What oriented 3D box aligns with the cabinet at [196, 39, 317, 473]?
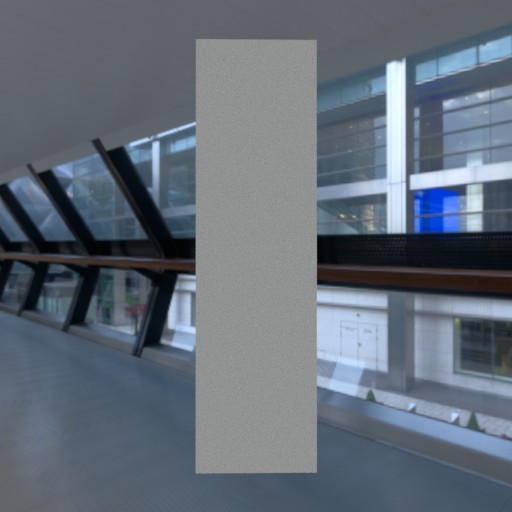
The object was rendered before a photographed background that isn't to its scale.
[{"bbox_3d":[0.000,0.000,1.946,0.500,1.790,0.230,0,0,-1],"label":"cabinet"}]
